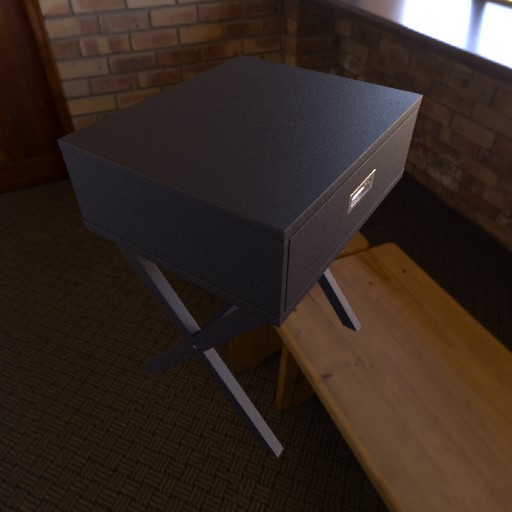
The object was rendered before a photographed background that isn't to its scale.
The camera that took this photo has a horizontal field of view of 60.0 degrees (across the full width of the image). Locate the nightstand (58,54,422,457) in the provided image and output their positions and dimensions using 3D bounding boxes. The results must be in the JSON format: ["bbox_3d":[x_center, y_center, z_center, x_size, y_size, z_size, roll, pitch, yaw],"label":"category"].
[{"bbox_3d":[0.000,0.000,0.939,0.402,0.623,0.479,24,47,25],"label":"nightstand"}]
